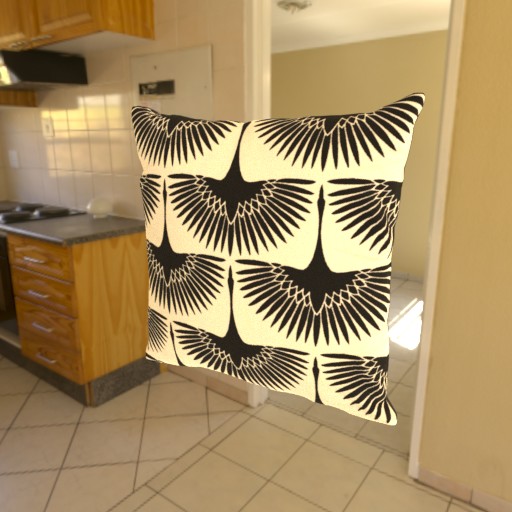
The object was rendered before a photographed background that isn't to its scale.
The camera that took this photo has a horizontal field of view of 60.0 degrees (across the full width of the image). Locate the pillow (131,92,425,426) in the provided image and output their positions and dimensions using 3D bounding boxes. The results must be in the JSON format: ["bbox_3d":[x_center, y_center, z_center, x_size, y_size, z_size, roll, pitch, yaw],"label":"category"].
[{"bbox_3d":[0.000,0.000,0.649,0.432,0.432,0.139,7,16,25],"label":"pillow"}]
